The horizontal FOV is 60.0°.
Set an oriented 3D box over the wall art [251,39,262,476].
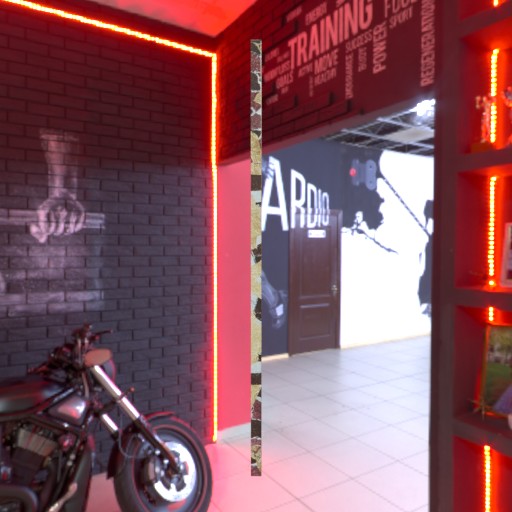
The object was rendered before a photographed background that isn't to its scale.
[{"bbox_3d":[0.000,0.000,0.614,0.010,0.406,0.404,0,1,0],"label":"wall art"}]
